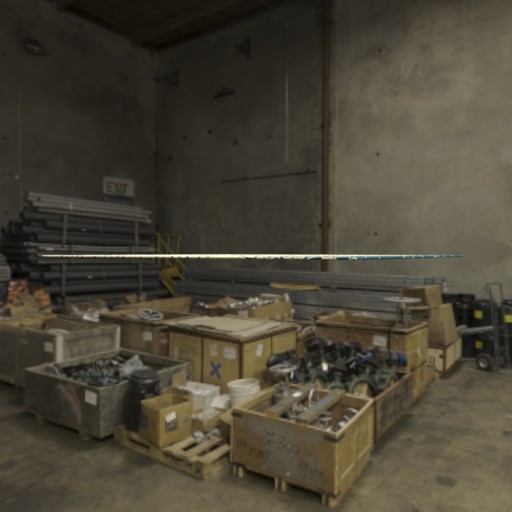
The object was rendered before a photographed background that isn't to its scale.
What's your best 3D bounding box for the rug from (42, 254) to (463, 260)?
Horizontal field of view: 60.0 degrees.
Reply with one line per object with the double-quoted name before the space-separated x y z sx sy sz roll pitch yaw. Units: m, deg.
"rug" 0.000 0.000 4.064 3.017 0.014 2.416 0 1 37
